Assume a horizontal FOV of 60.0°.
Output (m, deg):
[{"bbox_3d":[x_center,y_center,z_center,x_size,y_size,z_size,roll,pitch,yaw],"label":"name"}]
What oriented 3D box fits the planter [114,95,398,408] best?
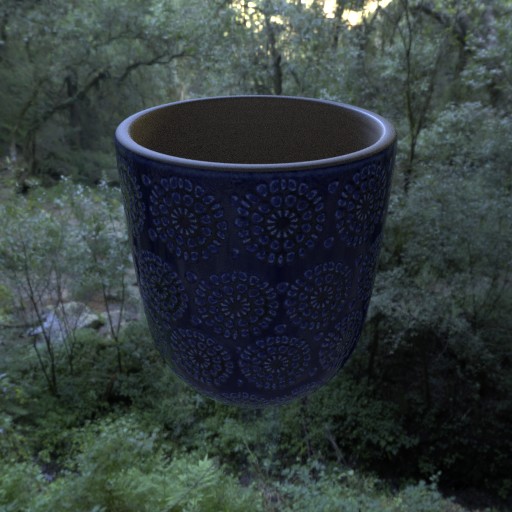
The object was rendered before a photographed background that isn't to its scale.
[{"bbox_3d":[0.000,0.000,0.345,0.184,0.206,0.184,0,31,0],"label":"planter"}]
